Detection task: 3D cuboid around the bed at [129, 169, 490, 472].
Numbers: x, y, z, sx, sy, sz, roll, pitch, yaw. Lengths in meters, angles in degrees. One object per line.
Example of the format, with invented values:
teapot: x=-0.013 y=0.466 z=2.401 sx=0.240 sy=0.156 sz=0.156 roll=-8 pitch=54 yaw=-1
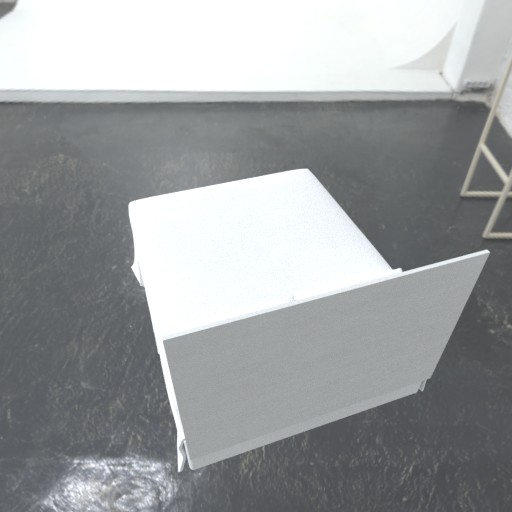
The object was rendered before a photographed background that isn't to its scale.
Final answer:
bed: x=0.000 y=0.000 z=3.130 sx=1.745 sy=1.335 sz=2.094 roll=-13 pitch=44 yaw=-14
